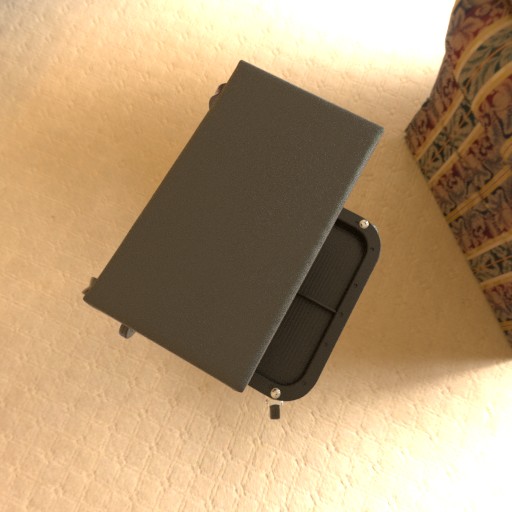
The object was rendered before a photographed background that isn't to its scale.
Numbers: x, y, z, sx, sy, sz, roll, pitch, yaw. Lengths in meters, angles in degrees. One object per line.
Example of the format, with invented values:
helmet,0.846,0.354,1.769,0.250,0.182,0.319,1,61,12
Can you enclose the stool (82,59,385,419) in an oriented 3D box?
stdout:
stool,0.000,0.000,0.709,0.371,0.380,0.446,28,77,7
